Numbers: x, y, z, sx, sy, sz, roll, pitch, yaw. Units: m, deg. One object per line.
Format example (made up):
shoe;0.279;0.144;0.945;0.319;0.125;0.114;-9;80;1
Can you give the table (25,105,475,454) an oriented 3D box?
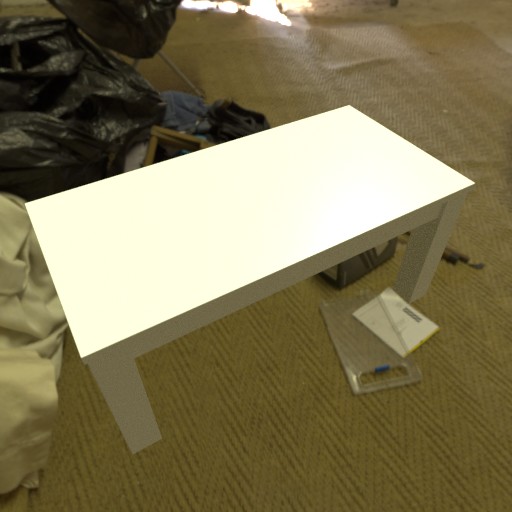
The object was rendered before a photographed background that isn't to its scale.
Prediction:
table;0.000;0.000;2.251;1.800;0.790;0.900;-23;49;-21
